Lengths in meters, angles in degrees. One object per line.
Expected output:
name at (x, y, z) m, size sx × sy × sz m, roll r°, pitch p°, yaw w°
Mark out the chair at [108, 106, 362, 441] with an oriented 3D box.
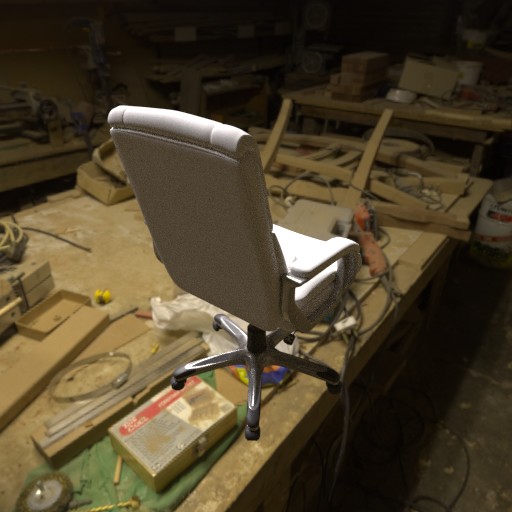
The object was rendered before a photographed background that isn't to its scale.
chair at (0.000, 0.000, 1.590) m, size 0.687 × 1.120 × 0.738 m, roll 21°, pitch 36°, yaw 33°
